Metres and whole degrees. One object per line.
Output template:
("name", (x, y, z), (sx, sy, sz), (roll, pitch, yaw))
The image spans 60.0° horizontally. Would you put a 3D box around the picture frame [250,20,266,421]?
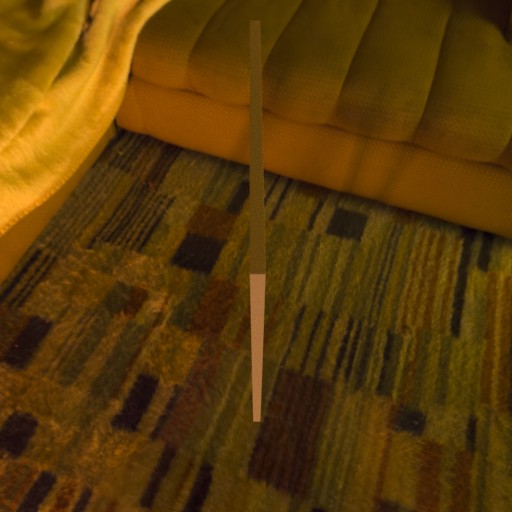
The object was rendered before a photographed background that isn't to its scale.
("picture frame", (0.000, 0.000, 0.596), (0.011, 0.459, 0.326), (0, 57, 0))
